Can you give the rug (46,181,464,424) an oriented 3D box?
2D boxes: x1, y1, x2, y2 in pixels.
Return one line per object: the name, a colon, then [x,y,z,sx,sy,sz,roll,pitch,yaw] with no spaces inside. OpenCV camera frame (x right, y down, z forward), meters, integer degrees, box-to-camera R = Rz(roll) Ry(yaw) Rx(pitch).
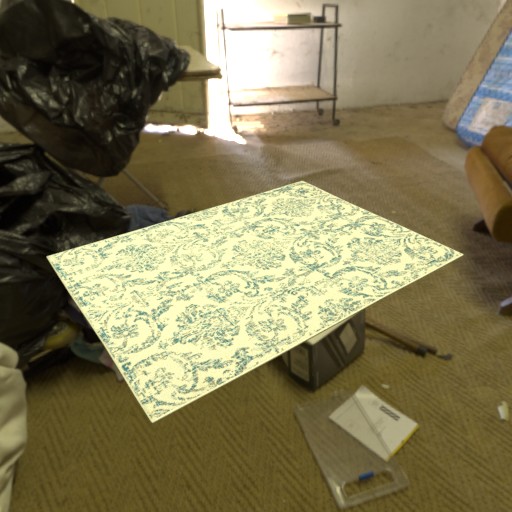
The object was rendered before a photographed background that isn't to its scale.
rug: [0.000,0.000,2.872,2.197,0.014,1.586,-21,37,-30]
